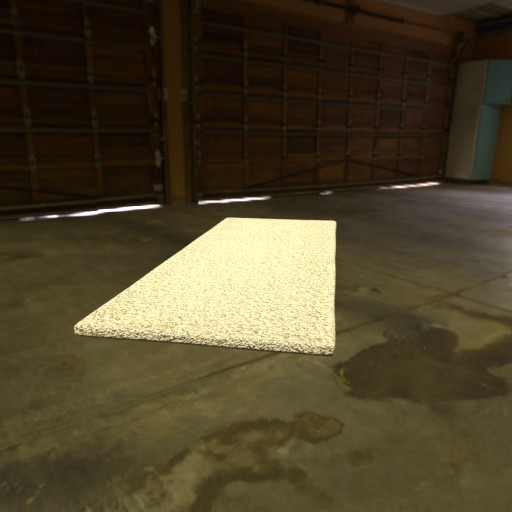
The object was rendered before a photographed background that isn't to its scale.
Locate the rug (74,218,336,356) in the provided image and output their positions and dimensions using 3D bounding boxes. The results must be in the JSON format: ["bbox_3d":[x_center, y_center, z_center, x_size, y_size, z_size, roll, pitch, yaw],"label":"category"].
[{"bbox_3d":[0.000,0.000,1.714,0.609,0.030,1.524,3,15,10],"label":"rug"}]
